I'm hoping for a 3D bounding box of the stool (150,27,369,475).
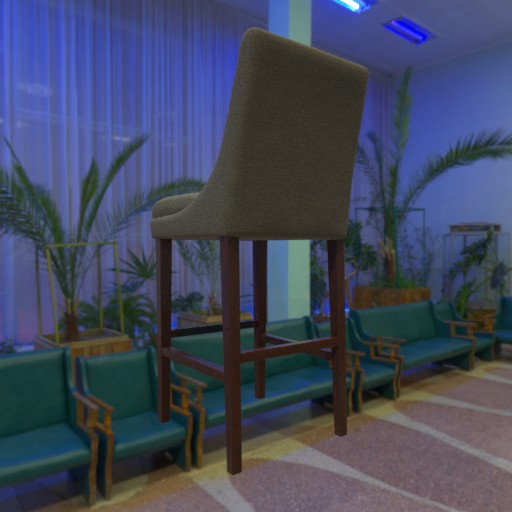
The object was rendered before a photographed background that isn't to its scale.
[{"bbox_3d":[0.000,0.000,1.358,0.470,1.078,0.577,0,1,-36],"label":"stool"}]
